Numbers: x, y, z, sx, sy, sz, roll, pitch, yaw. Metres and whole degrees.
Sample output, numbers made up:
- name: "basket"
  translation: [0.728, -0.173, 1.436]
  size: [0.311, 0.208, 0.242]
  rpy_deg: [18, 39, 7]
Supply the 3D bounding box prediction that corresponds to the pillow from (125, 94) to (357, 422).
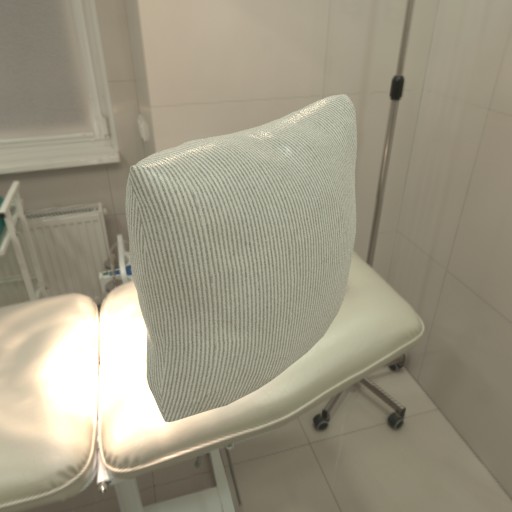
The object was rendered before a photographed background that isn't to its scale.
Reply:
- name: "pillow"
  translation: [0.000, 0.000, 0.703]
  size: [0.387, 0.432, 0.310]
  rpy_deg: [-9, 32, -14]
